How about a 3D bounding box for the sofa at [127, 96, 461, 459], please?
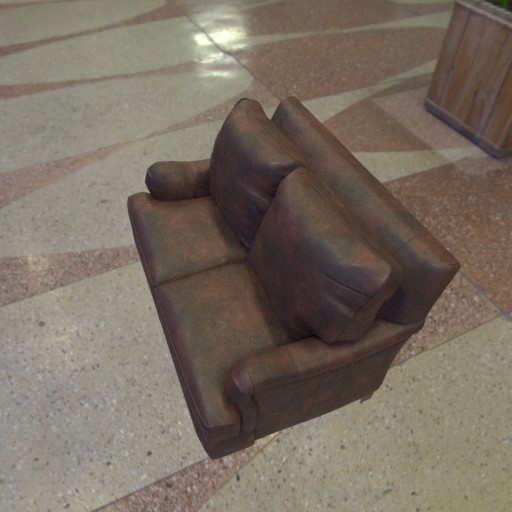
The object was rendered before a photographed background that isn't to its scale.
[{"bbox_3d":[0.000,0.000,2.381,1.148,1.070,1.628,-17,49,-15],"label":"sofa"}]
